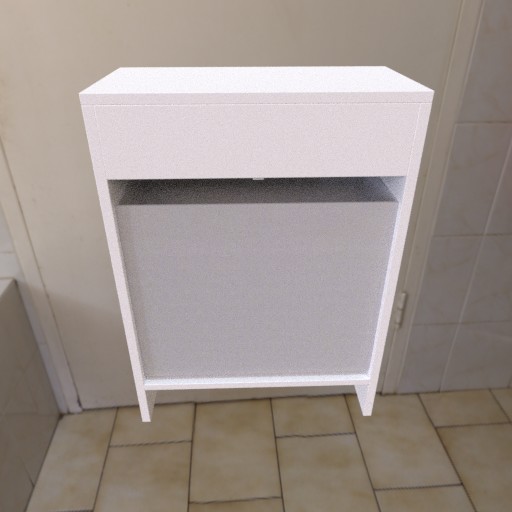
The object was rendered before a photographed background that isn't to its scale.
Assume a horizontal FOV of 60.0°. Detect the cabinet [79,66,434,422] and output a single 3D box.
[{"bbox_3d":[0.000,0.000,1.078,0.600,0.815,0.296,-1,31,-2],"label":"cabinet"}]
